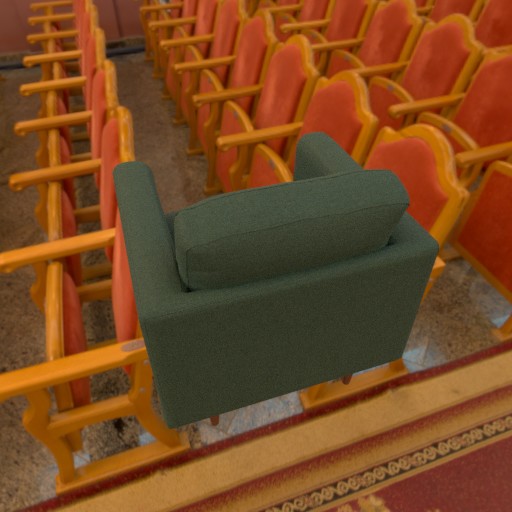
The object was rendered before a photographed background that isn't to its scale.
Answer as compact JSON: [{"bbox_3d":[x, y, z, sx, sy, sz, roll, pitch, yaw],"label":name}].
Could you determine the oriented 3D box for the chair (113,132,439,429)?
[{"bbox_3d":[0.000,0.000,1.573,0.855,0.927,0.800,-13,43,-14],"label":"chair"}]
